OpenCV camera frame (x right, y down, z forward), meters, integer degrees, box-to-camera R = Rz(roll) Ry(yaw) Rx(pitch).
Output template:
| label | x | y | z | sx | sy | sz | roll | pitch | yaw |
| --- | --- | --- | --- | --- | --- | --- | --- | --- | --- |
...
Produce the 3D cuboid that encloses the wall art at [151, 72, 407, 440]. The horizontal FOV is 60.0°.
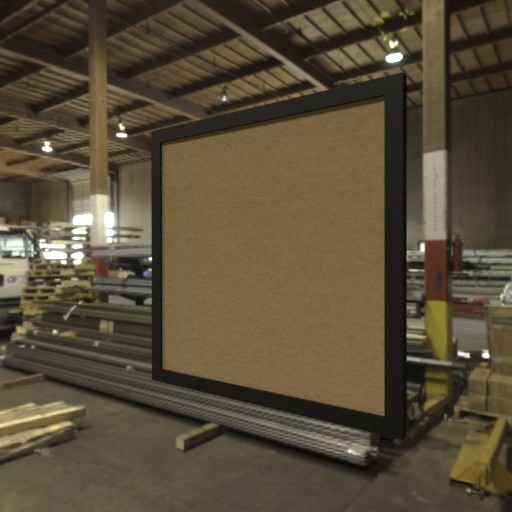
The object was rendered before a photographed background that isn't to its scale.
| label | x | y | z | sx | sy | sz | roll | pitch | yaw |
| --- | --- | --- | --- | --- | --- | --- | --- | --- | --- |
| wall art | 0.000 | 0.000 | 0.536 | 0.356 | 0.356 | 0.013 | 0 | 0 | 35 |
